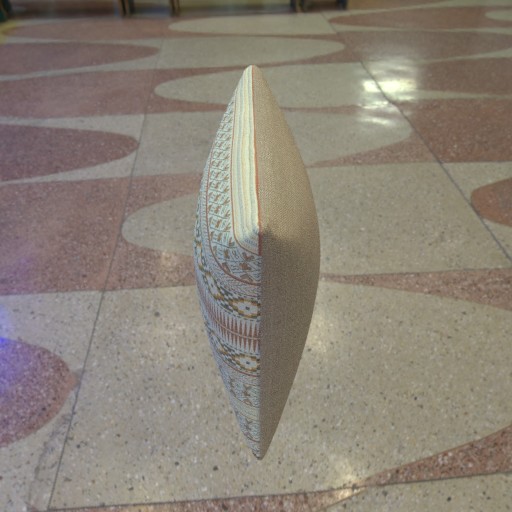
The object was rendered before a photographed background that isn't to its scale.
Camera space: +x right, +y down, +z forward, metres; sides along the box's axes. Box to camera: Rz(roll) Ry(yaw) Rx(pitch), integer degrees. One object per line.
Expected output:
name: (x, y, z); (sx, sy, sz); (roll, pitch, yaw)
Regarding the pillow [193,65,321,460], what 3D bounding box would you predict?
pillow: (0.000, 0.000, 0.809); (0.215, 0.519, 0.521); (-1, 42, -1)
